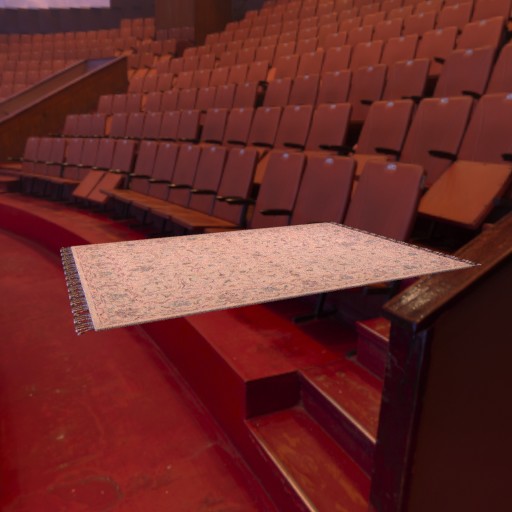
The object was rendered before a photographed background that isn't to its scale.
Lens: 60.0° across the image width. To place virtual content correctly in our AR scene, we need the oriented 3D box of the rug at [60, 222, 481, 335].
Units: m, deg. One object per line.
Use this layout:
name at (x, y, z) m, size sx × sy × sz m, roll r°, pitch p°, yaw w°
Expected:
rug at (0.000, 0.000, 2.269) m, size 1.802 × 0.008 × 1.247 m, roll -7°, pitch 16°, yaw -24°
